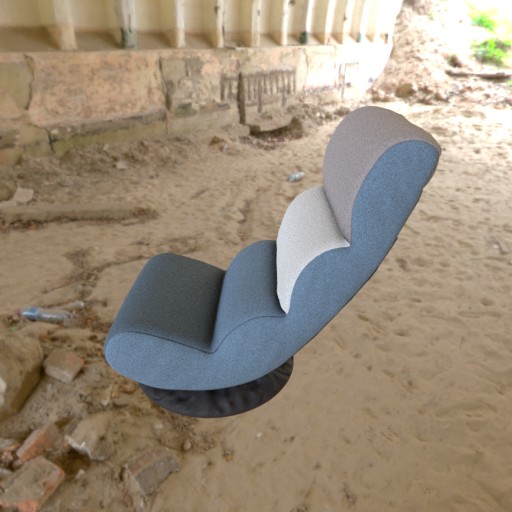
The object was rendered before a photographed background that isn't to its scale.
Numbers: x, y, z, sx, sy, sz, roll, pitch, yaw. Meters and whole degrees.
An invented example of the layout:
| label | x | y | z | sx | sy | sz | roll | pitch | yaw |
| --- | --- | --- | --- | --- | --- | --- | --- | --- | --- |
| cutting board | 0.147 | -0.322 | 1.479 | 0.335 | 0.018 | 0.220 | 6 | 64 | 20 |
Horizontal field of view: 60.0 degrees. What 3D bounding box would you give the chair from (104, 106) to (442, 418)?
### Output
| label | x | y | z | sx | sy | sz | roll | pitch | yaw |
| --- | --- | --- | --- | --- | --- | --- | --- | --- | --- |
| chair | 0.000 | 0.000 | 1.049 | 0.661 | 0.641 | 0.420 | 1 | 26 | 1 |
